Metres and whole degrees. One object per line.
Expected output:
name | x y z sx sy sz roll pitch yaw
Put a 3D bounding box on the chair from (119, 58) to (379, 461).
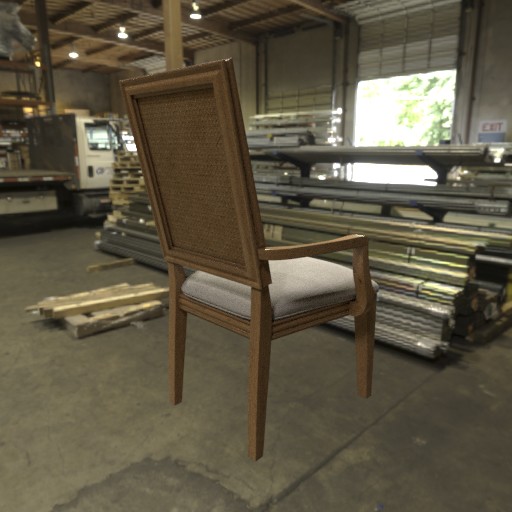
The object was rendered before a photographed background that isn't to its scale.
chair | 0.000 0.000 1.342 0.606 0.990 0.602 14 19 43
